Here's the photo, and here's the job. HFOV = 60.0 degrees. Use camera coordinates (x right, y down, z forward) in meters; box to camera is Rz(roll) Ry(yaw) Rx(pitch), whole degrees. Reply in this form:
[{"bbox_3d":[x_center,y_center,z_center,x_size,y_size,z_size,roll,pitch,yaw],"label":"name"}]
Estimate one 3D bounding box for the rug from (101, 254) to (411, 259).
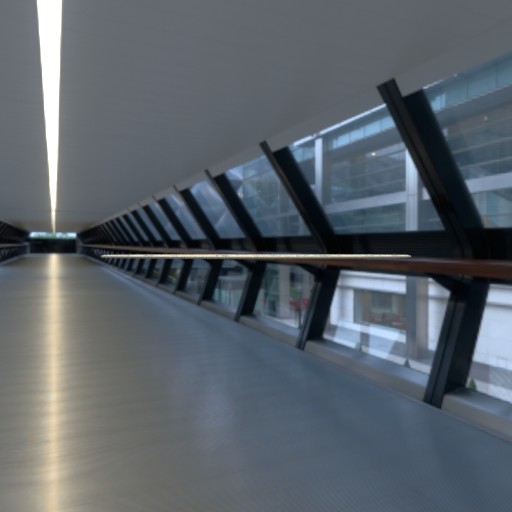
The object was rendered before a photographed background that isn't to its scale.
[{"bbox_3d":[0.000,0.000,2.414,1.593,0.012,1.593,0,0,0],"label":"rug"}]
